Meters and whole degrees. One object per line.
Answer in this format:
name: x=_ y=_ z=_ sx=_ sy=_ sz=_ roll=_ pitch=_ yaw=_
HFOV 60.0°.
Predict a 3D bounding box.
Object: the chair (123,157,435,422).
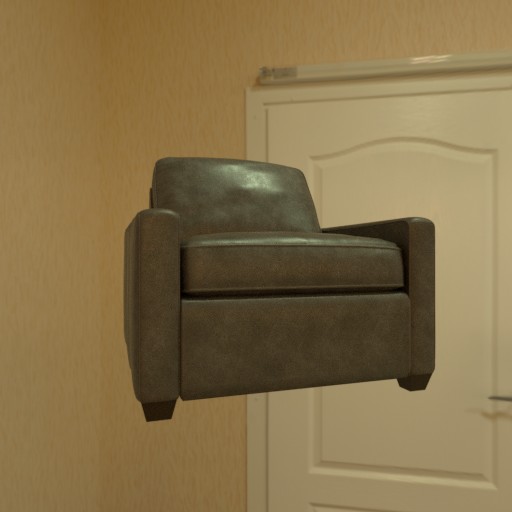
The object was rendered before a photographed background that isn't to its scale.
chair: x=0.000 y=0.000 z=1.781 sx=1.006 sy=0.916 sz=0.939 roll=0 pitch=0 yaw=-19
